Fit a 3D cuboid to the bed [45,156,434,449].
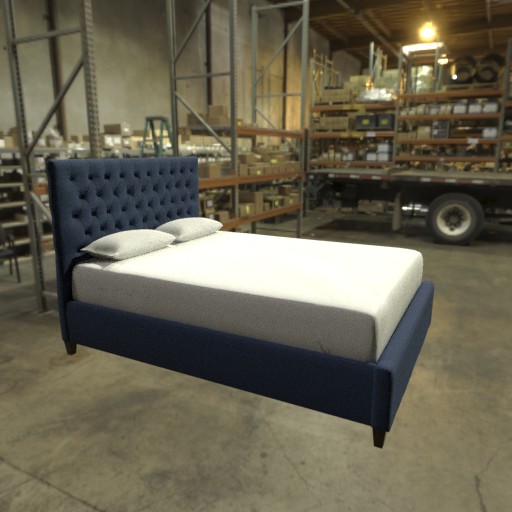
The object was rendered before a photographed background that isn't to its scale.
[{"bbox_3d":[0.000,0.000,3.331,2.387,1.427,1.706,7,15,27],"label":"bed"}]
